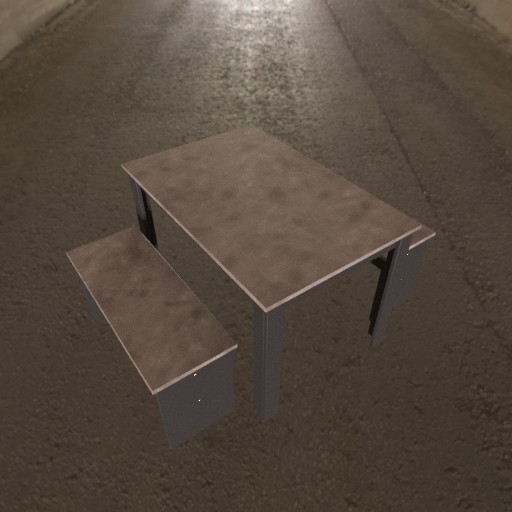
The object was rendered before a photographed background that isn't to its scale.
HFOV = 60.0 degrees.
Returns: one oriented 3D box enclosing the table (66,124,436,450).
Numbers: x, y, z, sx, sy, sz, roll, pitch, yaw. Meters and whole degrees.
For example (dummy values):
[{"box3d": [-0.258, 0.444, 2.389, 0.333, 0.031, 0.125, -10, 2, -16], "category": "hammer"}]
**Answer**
[{"box3d": [0.000, 0.000, 2.063, 1.443, 0.700, 1.100, -25, 46, -26], "category": "table"}]
